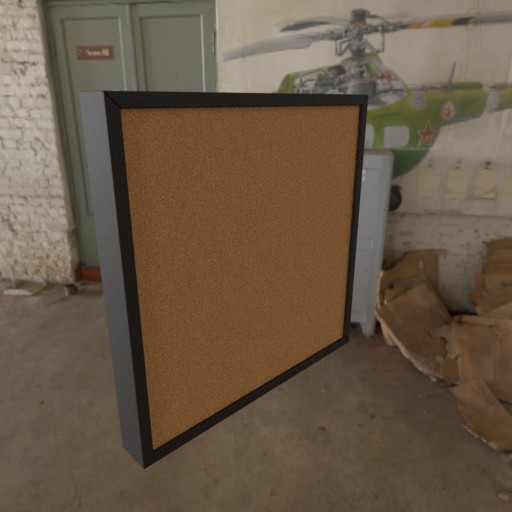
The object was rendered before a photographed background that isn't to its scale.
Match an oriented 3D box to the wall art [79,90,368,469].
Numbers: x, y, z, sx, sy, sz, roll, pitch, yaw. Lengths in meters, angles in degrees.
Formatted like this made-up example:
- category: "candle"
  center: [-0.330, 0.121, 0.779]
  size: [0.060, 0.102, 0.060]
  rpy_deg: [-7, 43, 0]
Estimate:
- category: "wall art"
  center: [0.000, 0.000, 0.442]
  size: [0.305, 0.305, 0.037]
  rpy_deg: [-18, 26, -41]
